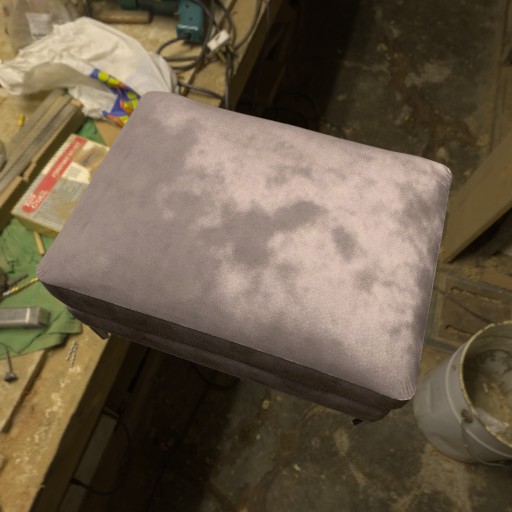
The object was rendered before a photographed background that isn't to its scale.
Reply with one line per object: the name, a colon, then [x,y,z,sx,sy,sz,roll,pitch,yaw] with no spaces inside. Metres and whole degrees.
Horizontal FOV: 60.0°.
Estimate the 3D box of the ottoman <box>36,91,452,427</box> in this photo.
ottoman: [0.000,0.000,1.021,0.719,0.456,0.520,17,65,8]
